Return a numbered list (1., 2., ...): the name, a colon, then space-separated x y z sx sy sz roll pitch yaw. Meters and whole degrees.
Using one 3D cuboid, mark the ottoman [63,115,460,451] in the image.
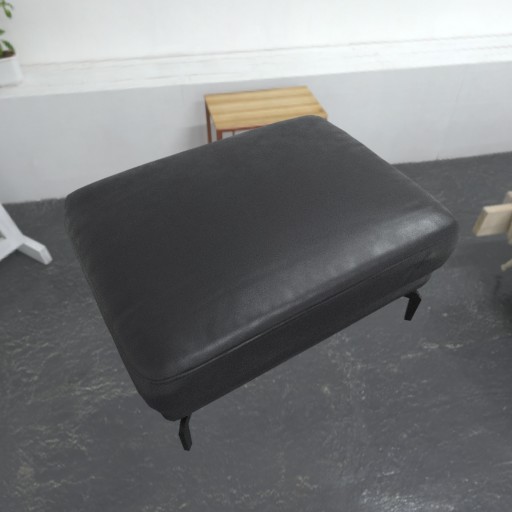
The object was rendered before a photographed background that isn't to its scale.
1. ottoman: 0.000 0.000 1.094 0.764 0.402 0.570 -24 52 -21
